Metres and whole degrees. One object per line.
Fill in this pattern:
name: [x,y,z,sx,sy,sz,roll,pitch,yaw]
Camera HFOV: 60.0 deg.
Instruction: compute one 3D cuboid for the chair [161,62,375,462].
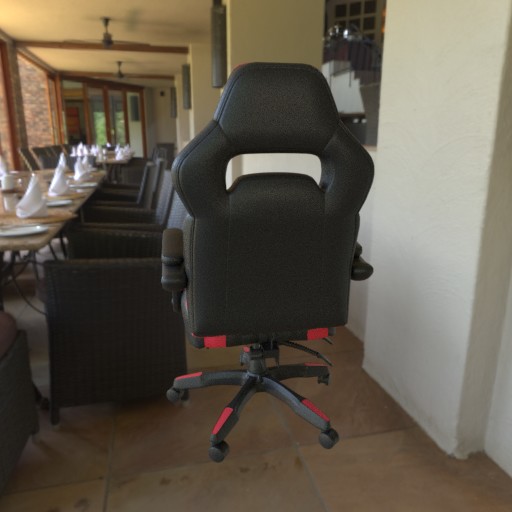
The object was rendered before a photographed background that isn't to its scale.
chair: [0.000,0.000,1.615,0.700,1.220,0.700,-3,15,-10]
